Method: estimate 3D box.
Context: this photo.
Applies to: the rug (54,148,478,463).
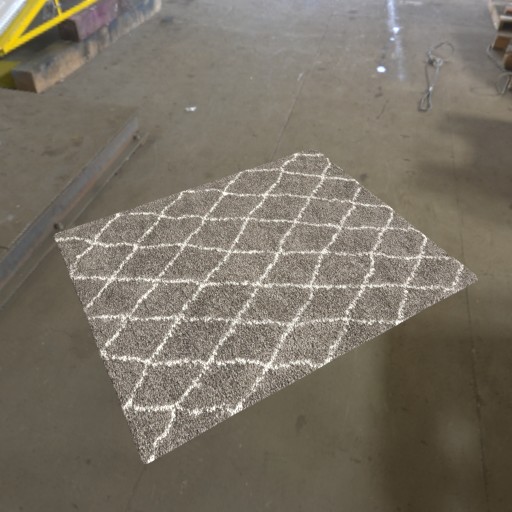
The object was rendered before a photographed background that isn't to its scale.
[{"bbox_3d":[0.000,0.000,4.020,3.047,0.029,2.438,-23,50,-21],"label":"rug"}]
